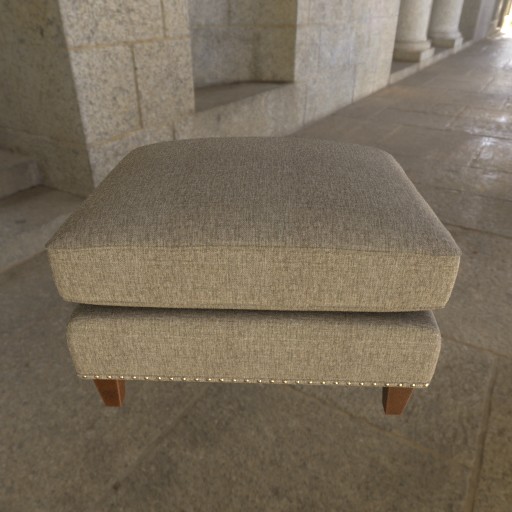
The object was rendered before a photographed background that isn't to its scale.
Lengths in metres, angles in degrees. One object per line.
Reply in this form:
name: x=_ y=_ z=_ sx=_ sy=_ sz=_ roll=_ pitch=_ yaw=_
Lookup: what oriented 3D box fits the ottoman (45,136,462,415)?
ottoman: x=0.000 y=0.000 z=1.094 sx=0.741 sy=0.513 sz=0.584 roll=1 pitch=31 yaw=2
